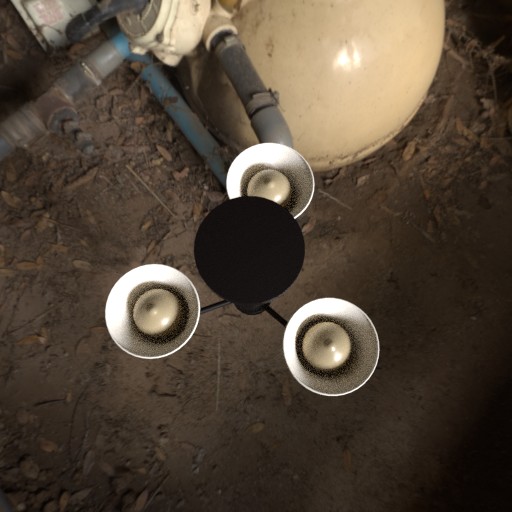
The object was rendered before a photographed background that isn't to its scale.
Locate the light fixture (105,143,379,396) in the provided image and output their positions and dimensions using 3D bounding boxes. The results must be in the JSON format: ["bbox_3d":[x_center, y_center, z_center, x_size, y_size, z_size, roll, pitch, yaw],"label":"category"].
[{"bbox_3d":[0.000,0.000,0.666,0.388,0.370,0.354,11,77,3],"label":"light fixture"}]
